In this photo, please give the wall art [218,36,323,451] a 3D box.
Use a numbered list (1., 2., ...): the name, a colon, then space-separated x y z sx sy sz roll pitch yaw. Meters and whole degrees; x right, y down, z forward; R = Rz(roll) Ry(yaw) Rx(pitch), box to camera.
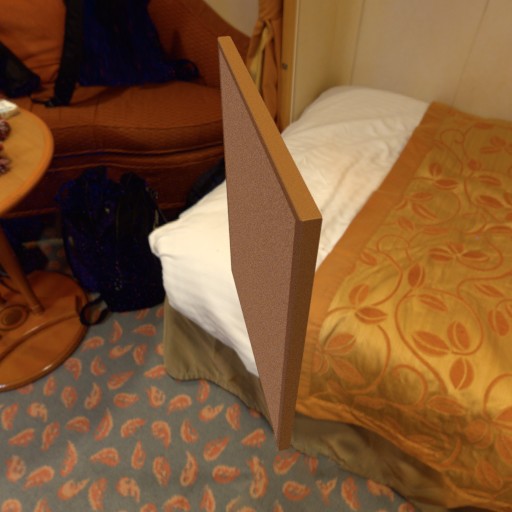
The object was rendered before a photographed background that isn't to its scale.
1. wall art: 0.000 0.000 0.516 0.015 0.379 0.310 -10 47 -9
